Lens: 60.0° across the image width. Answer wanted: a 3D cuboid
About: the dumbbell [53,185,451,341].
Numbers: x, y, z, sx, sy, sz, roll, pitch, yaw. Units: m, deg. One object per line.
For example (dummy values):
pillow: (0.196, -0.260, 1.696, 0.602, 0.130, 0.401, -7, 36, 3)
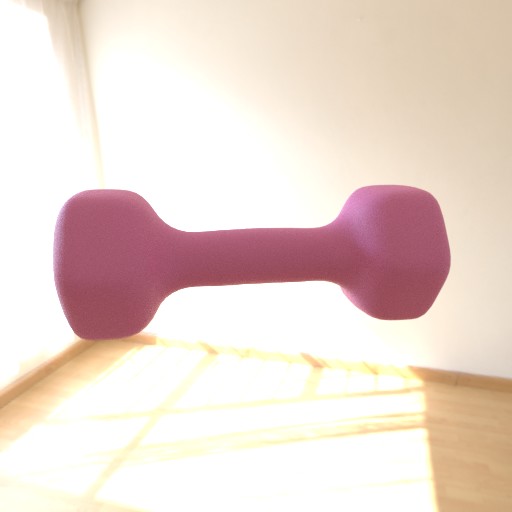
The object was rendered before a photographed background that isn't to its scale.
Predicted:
dumbbell: (0.000, 0.000, 0.190, 0.159, 0.058, 0.064, -2, 14, -9)
